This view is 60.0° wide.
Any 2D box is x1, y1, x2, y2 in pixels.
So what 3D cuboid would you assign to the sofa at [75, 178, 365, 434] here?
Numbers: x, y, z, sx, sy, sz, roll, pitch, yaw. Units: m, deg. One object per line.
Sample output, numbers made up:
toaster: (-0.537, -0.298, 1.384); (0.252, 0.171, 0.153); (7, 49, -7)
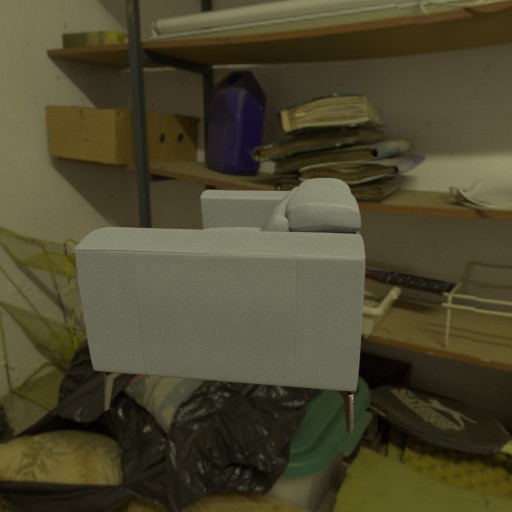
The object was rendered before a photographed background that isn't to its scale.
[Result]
sofa: (0.000, 0.000, 2.388); (1.003, 0.779, 1.895); (2, 14, 9)
